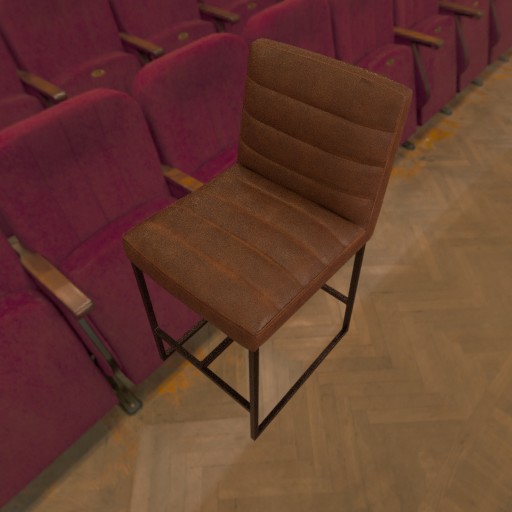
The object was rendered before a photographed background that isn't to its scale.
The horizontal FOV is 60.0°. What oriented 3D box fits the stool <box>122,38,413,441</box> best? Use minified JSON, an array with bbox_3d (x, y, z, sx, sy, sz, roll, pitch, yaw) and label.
[{"bbox_3d":[0.000,0.000,1.248,0.463,0.942,0.562,32,55,26],"label":"stool"}]
